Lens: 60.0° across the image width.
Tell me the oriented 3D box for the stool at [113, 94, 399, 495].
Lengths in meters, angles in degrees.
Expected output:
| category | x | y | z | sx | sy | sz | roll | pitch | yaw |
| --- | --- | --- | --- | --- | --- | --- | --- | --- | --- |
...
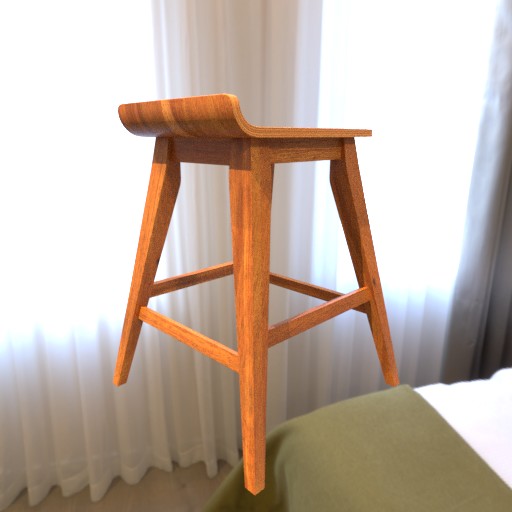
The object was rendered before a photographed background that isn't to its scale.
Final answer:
| category | x | y | z | sx | sy | sz | roll | pitch | yaw |
| --- | --- | --- | --- | --- | --- | --- | --- | --- | --- |
| stool | 0.000 | 0.000 | 1.008 | 0.500 | 0.650 | 0.500 | -15 | 21 | -43 |
